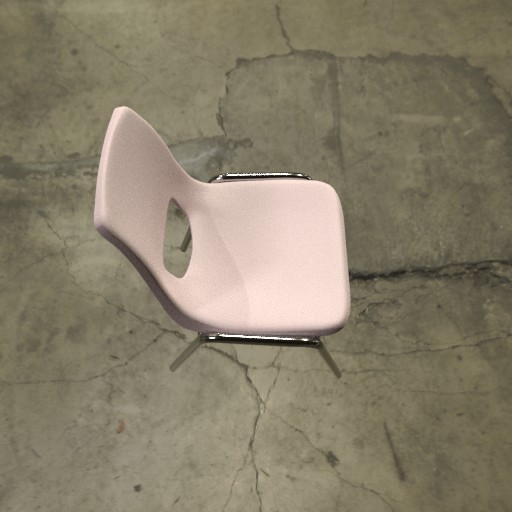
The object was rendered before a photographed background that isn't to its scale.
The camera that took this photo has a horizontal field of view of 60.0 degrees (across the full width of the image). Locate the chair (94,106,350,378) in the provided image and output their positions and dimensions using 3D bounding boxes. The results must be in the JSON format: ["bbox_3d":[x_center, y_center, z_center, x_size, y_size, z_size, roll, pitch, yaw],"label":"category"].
[{"bbox_3d":[0.000,0.000,0.903,0.436,0.653,0.381,0,65,0],"label":"chair"}]
